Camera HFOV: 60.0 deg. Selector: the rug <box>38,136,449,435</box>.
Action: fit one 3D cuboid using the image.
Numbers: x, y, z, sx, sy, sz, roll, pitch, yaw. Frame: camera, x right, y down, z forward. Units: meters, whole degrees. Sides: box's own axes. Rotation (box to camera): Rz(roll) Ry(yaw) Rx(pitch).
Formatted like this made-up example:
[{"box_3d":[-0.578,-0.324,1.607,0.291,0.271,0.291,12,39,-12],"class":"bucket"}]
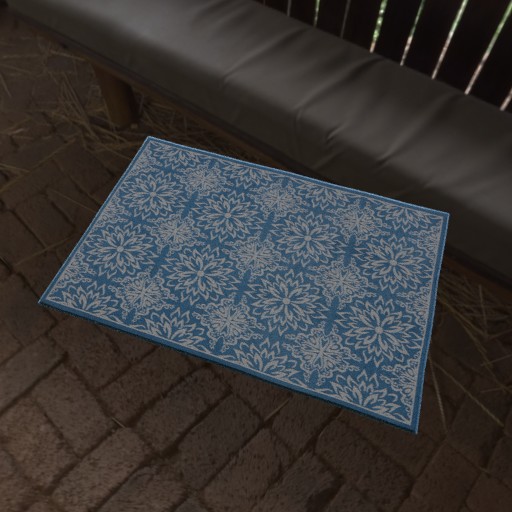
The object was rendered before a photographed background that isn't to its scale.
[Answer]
[{"box_3d":[0.000,0.000,3.471,2.769,0.018,1.830,16,60,10],"class":"rug"}]
